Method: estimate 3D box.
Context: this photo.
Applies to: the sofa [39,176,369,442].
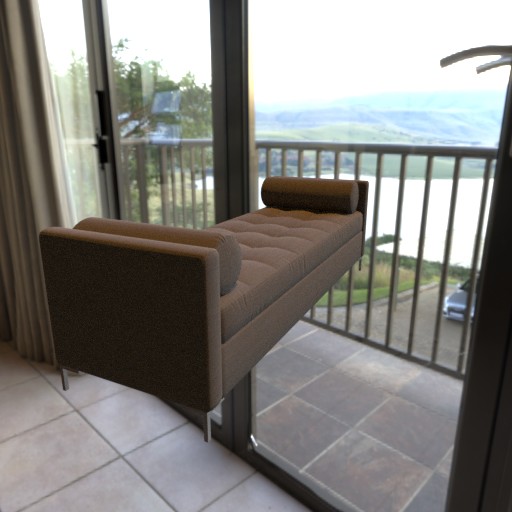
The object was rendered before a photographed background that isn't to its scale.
[{"bbox_3d":[0.000,0.000,2.295,0.686,0.635,1.981,8,18,26],"label":"sofa"}]
